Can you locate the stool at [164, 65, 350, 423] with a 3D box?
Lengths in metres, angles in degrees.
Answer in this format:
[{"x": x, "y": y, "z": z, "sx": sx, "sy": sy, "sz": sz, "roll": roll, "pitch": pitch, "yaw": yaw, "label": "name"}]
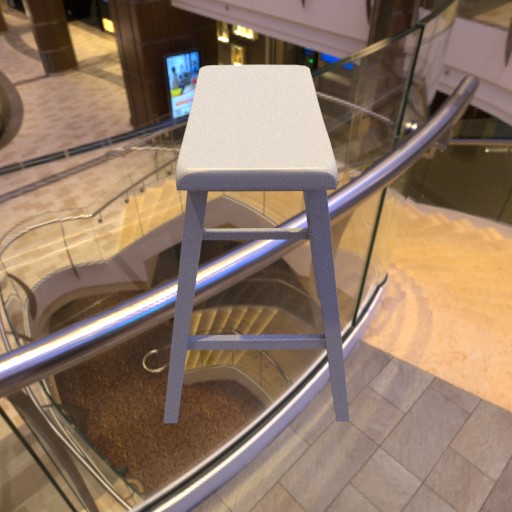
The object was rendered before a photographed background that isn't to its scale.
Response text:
[{"x": 0.000, "y": 0.000, "z": 1.058, "sx": 0.476, "sy": 0.737, "sz": 0.457, "roll": 0, "pitch": 42, "yaw": 0, "label": "stool"}]
